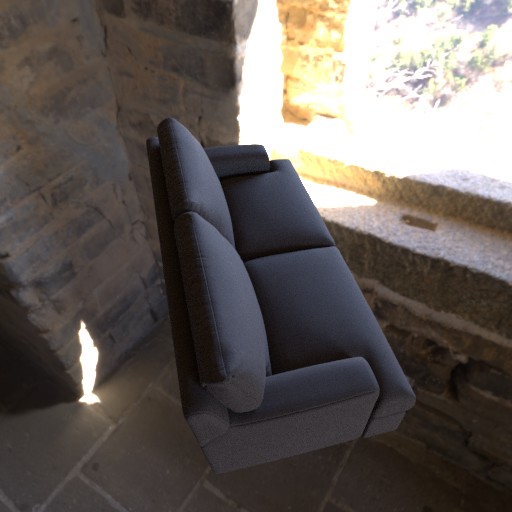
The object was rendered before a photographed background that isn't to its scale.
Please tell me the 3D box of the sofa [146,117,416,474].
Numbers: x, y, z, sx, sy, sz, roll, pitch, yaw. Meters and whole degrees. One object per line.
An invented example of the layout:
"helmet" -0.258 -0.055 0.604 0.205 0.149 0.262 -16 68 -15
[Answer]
"sofa" 0.000 0.000 2.824 1.140 0.950 2.271 -10 47 -10
